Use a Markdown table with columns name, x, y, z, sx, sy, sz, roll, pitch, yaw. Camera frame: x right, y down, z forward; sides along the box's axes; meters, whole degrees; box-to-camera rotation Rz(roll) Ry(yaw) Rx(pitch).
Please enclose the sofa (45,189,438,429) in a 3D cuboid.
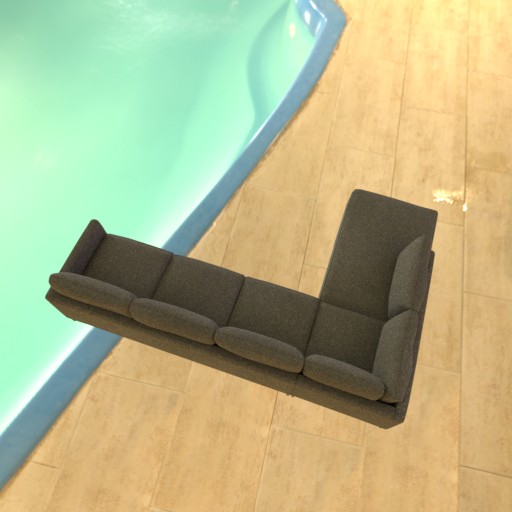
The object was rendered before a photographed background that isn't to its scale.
| name | x | y | z | sx | sy | sz | roll | pitch | yaw |
| --- | --- | --- | --- | --- | --- | --- | --- | --- | --- |
| sofa | 0.000 | 0.000 | 3.920 | 2.949 | 0.815 | 2.007 | 17 | 64 | 8 |
